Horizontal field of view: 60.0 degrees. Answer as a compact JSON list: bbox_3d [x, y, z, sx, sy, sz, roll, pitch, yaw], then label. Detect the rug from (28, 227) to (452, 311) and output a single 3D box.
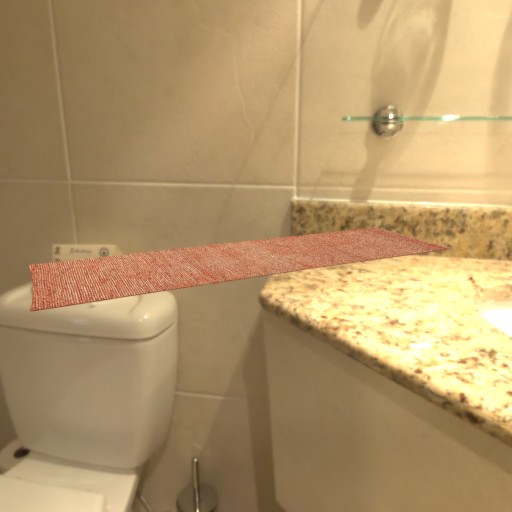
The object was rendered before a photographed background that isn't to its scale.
[{"bbox_3d":[0.000,0.000,2.548,2.353,0.013,0.718,-7,17,-25],"label":"rug"}]
